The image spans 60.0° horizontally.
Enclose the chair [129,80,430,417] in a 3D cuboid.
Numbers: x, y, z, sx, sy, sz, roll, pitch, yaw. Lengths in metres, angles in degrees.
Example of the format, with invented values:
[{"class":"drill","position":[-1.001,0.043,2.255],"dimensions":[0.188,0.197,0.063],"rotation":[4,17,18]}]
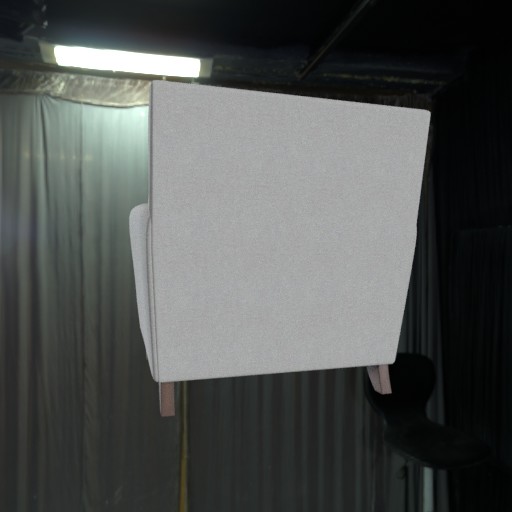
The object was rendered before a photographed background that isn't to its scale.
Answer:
[{"class":"chair","position":[0.000,0.000,1.547],"dimensions":[0.840,0.846,0.871],"rotation":[0,0,-17]}]
